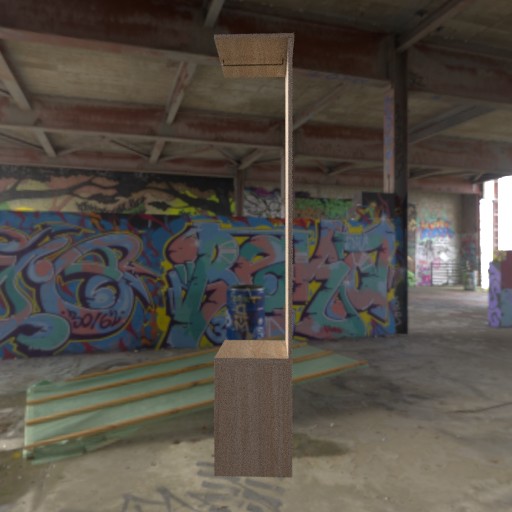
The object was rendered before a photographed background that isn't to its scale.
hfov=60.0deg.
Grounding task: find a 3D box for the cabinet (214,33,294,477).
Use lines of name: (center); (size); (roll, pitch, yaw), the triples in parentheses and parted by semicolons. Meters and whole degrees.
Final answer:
cabinet: (0.000, 0.000, 2.078); (0.338, 1.879, 0.411); (0, 0, 2)
